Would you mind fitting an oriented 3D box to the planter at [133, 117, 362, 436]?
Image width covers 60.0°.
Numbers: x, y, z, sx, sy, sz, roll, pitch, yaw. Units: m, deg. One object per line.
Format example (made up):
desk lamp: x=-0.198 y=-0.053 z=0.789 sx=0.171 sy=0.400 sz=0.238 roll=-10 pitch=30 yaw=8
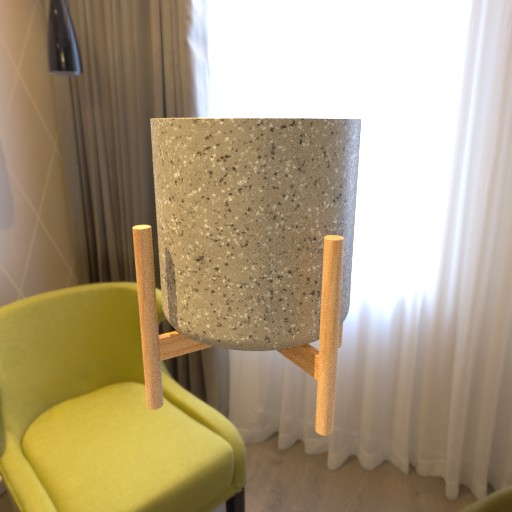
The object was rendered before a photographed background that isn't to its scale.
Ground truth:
planter: x=0.000 y=0.000 z=0.710 sx=0.360 sy=0.419 sz=0.360 roll=-3 pitch=17 yaw=-9
